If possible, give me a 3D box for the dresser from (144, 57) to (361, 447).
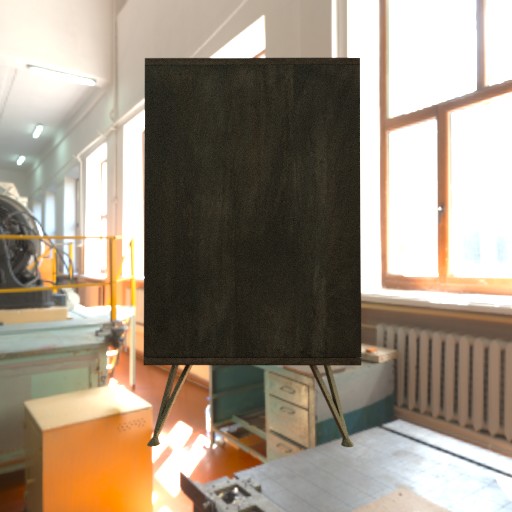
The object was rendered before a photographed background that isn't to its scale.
[{"bbox_3d":[0.000,0.000,1.367,0.453,0.801,0.923,0,-1,0],"label":"dresser"}]
